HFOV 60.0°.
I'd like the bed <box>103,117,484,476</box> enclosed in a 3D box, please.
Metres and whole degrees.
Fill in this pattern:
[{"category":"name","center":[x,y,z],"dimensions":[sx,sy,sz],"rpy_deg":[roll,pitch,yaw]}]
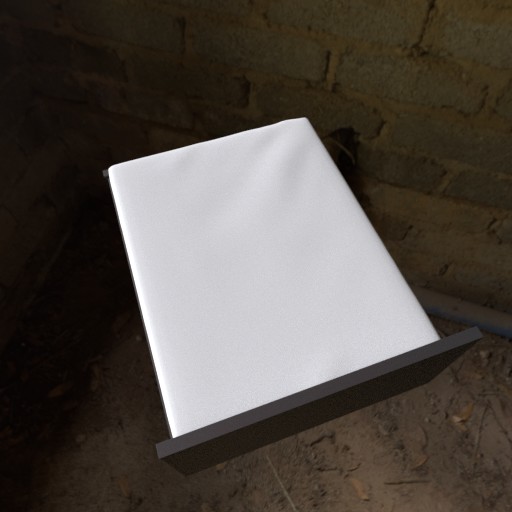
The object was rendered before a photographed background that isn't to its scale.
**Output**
[{"category":"bed","center":[0.000,0.000,2.901],"dimensions":[1.634,0.808,2.103],"rpy_deg":[-17,60,-10]}]
